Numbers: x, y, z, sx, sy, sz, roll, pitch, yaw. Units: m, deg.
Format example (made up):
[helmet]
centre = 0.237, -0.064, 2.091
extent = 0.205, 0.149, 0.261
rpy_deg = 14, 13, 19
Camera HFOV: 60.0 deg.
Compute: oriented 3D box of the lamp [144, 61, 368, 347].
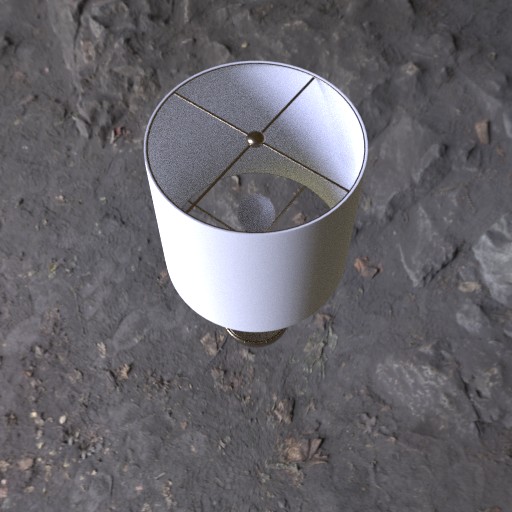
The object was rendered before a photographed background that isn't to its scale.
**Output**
[lamp]
centre = 0.000, 0.000, 0.784
extent = 0.303, 0.618, 0.303
rpy_deg = 0, 63, 0
